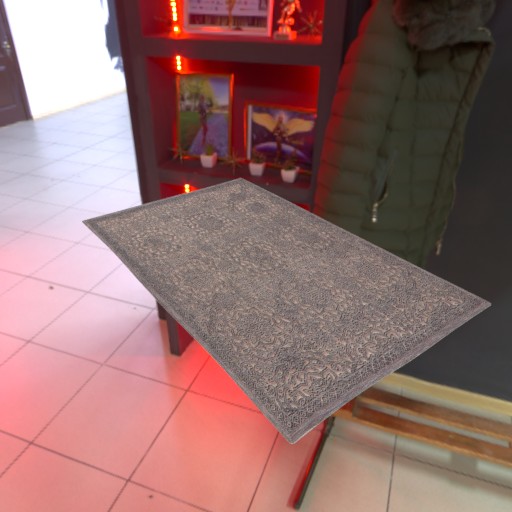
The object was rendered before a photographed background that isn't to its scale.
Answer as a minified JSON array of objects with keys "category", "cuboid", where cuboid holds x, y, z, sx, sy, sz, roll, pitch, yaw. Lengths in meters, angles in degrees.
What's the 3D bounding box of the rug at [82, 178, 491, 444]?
[{"category":"rug","cuboid":[0.000,0.000,3.014,1.535,0.022,2.498,-21,37,-31]}]
